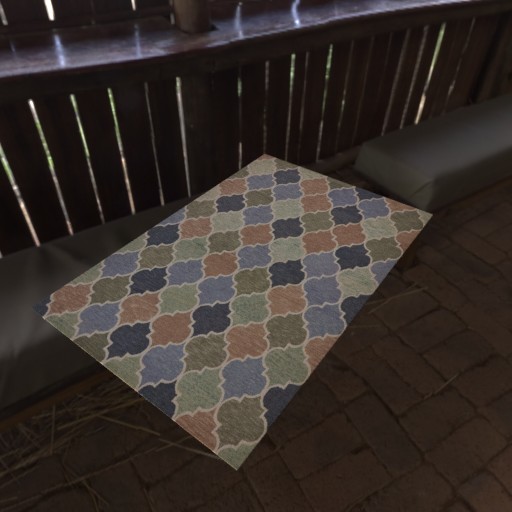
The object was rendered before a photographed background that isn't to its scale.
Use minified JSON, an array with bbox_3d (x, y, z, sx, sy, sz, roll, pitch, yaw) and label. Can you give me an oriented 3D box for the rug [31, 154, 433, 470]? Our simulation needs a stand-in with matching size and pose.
[{"bbox_3d":[0.000,0.000,2.895,1.521,0.006,2.284,26,48,27],"label":"rug"}]
